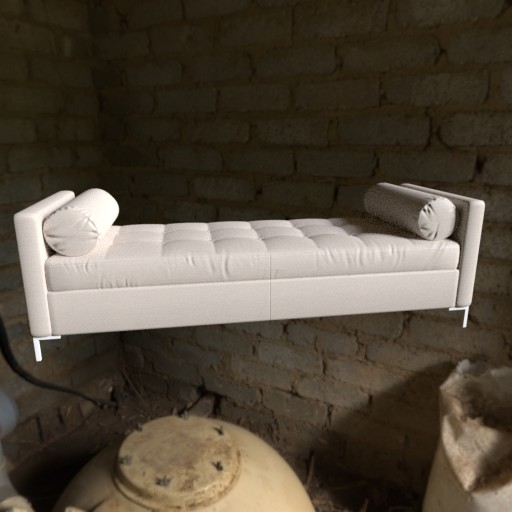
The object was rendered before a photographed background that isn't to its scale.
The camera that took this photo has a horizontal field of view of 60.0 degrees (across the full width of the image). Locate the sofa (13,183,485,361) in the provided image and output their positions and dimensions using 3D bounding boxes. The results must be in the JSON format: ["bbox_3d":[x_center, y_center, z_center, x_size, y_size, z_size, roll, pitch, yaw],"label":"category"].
[{"bbox_3d":[0.000,0.000,2.226,1.981,0.635,0.686,-3,16,-9],"label":"sofa"}]
